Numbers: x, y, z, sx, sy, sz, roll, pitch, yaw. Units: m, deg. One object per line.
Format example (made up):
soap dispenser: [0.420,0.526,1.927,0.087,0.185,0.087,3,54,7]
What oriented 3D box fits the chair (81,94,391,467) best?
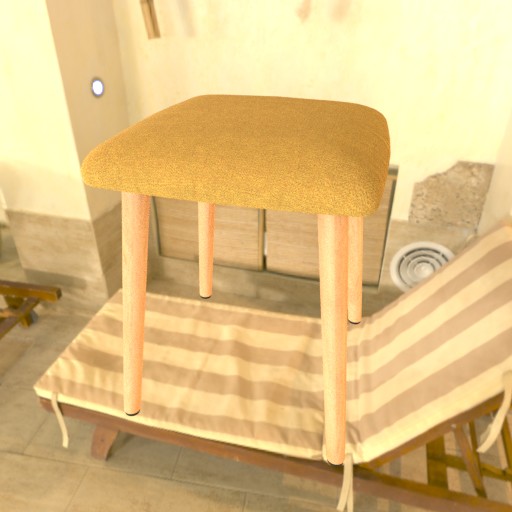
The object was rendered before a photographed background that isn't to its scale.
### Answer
chair: [0.000,0.000,0.685,0.350,0.440,0.350,8,32,13]
